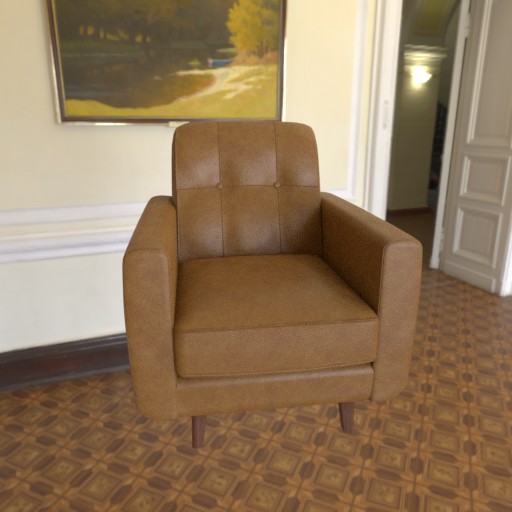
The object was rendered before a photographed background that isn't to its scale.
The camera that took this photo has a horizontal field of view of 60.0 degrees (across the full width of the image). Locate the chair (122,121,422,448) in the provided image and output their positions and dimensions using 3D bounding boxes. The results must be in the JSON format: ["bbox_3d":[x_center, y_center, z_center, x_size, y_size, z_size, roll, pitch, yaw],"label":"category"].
[{"bbox_3d":[0.000,0.000,1.652,0.845,0.968,0.942,-2,17,-8],"label":"chair"}]
